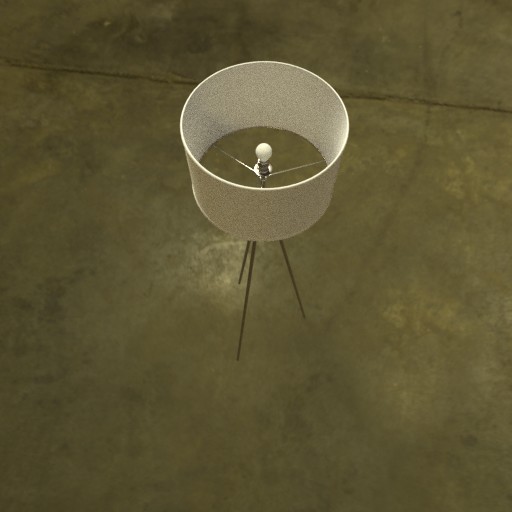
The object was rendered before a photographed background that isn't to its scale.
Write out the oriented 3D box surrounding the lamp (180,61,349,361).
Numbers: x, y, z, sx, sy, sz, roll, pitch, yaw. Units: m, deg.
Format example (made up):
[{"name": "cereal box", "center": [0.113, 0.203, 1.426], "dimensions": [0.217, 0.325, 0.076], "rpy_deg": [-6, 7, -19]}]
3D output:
[{"name": "lamp", "center": [0.000, 0.000, 1.769], "dimensions": [0.448, 1.545, 0.458], "rpy_deg": [-34, 68, -15]}]
